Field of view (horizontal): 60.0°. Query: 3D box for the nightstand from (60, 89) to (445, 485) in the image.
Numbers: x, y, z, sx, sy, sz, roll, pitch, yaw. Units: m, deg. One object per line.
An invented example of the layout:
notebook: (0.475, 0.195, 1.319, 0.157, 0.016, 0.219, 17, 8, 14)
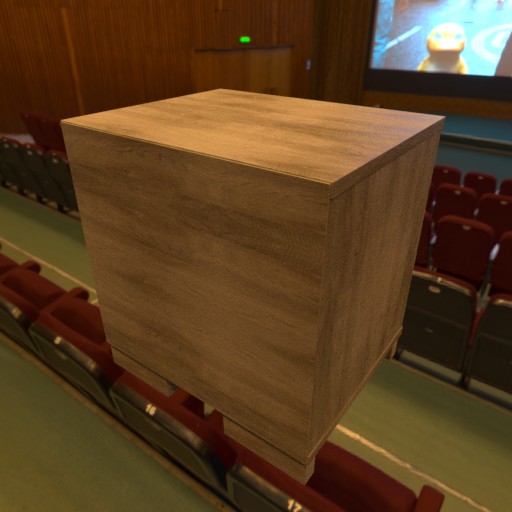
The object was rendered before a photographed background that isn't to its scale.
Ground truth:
nightstand: (0.000, 0.000, 0.739, 0.427, 0.448, 0.347, 20, 35, 31)
